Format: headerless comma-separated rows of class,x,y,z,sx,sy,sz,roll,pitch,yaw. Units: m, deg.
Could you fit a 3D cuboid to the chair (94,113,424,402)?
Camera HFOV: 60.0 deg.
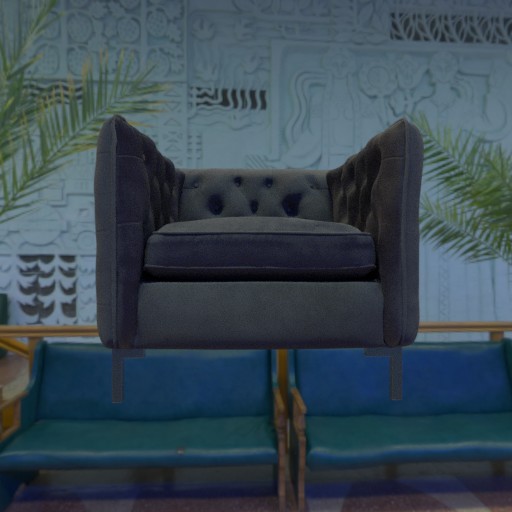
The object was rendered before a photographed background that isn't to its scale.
chair,0.000,0.000,1.654,0.946,0.807,0.913,0,0,-2
